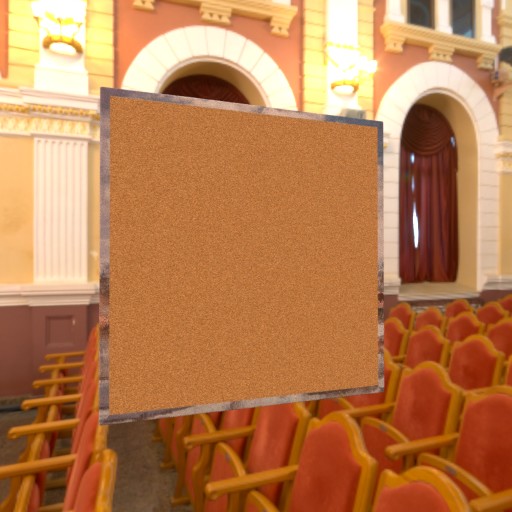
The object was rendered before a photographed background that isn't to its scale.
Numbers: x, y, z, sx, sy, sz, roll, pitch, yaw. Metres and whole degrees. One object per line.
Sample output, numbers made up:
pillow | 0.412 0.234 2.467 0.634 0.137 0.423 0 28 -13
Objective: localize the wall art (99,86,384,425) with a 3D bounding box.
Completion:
wall art | 0.000 0.000 1.517 1.010 1.020 0.040 0 -1 -20
